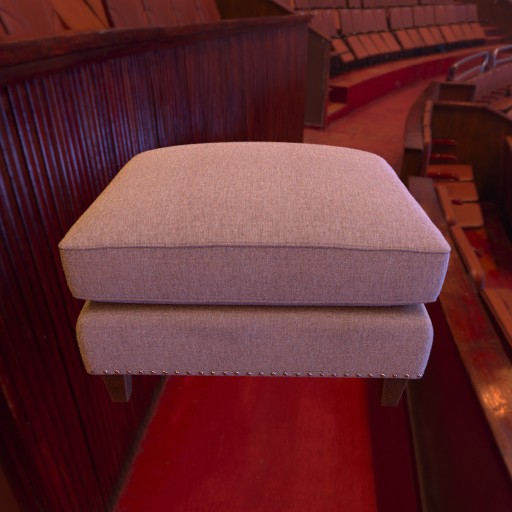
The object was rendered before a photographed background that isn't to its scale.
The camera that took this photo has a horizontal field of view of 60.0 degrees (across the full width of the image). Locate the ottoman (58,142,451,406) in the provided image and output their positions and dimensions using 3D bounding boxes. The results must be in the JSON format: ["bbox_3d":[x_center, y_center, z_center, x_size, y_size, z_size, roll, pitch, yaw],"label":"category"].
[{"bbox_3d":[0.000,0.000,1.142,0.741,0.513,0.584,1,30,1],"label":"ottoman"}]
